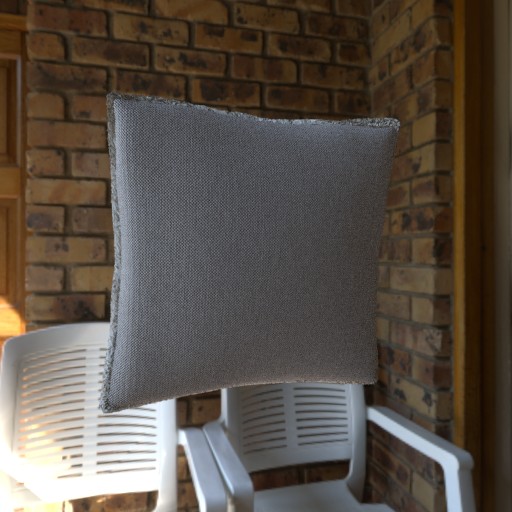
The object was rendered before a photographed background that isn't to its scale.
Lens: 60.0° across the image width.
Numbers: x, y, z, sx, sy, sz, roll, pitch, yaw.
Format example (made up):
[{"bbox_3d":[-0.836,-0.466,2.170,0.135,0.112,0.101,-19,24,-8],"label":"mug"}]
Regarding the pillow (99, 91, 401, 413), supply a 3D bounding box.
[{"bbox_3d":[0.000,0.000,0.792,0.529,0.515,0.218,0,0,-19],"label":"pillow"}]
